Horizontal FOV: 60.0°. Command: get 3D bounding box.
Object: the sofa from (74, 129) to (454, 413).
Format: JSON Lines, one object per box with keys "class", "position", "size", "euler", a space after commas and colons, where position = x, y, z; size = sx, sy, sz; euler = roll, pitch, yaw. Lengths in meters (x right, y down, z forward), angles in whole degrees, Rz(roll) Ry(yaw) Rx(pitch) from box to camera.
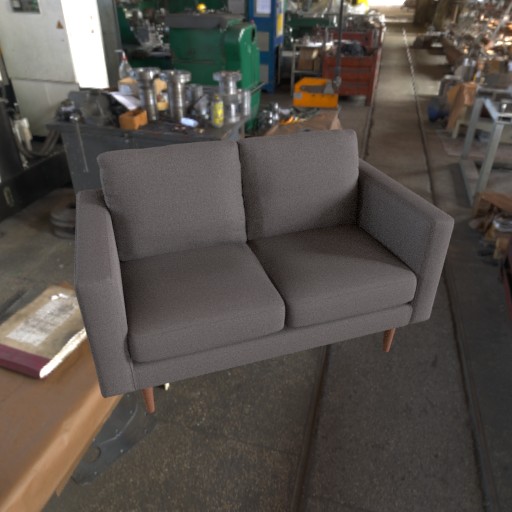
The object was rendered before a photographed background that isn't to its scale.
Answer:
{"class": "sofa", "position": [0.000, 0.000, 1.965], "size": [1.430, 0.908, 0.796], "euler": [-10, 33, -16]}
